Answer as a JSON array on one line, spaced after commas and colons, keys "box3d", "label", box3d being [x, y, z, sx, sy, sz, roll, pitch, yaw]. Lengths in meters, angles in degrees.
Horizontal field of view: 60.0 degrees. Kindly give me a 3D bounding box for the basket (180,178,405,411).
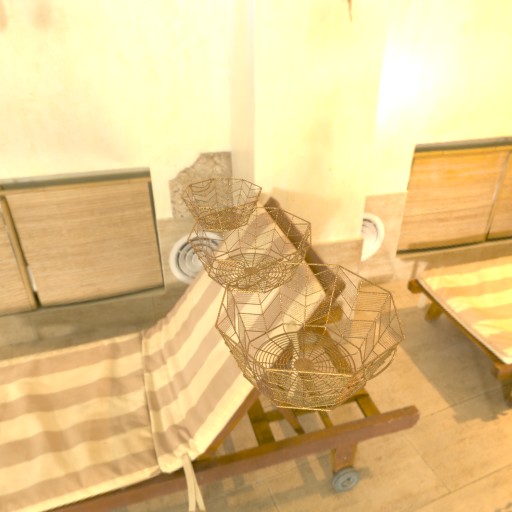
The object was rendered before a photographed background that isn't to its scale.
[{"box3d": [0.000, 0.000, 1.388, 0.432, 0.178, 1.245, -9, 31, -15], "label": "basket"}]
